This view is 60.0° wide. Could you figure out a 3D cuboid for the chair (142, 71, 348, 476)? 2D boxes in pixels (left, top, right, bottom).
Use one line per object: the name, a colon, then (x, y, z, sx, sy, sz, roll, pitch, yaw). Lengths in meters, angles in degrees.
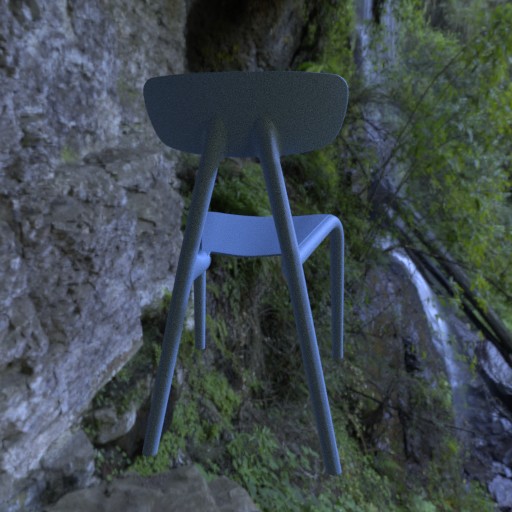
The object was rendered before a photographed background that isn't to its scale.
chair: (0.000, 0.000, 0.811, 0.356, 0.580, 0.401, 2, 15, 8)
